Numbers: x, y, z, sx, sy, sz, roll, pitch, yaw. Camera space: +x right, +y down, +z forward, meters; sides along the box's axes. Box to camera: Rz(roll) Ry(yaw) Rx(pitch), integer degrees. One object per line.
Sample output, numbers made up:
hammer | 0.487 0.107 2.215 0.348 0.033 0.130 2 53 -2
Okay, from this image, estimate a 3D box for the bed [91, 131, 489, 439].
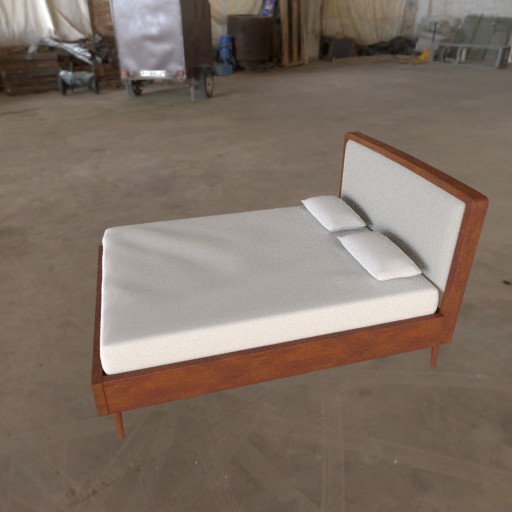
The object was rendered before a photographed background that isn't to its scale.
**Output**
bed | 0.000 0.000 3.107 2.196 1.275 1.587 -8 30 -14
